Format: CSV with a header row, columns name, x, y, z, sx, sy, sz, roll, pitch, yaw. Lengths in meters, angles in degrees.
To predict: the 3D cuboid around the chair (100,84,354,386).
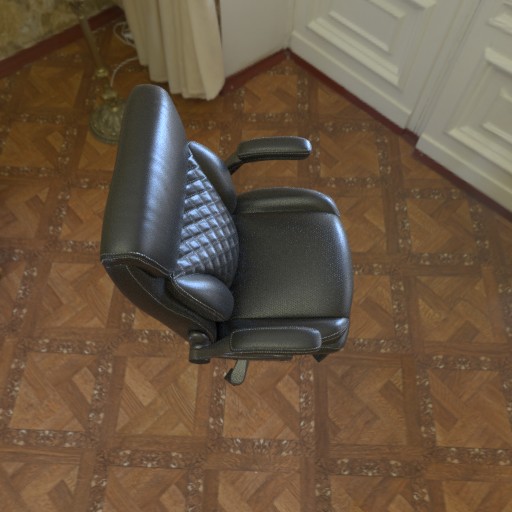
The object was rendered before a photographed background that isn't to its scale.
name,x,y,z,sx,sy,sz,roll,pitch,yaw
chair,0.000,0.000,1.575,0.724,1.110,0.782,1,64,0
